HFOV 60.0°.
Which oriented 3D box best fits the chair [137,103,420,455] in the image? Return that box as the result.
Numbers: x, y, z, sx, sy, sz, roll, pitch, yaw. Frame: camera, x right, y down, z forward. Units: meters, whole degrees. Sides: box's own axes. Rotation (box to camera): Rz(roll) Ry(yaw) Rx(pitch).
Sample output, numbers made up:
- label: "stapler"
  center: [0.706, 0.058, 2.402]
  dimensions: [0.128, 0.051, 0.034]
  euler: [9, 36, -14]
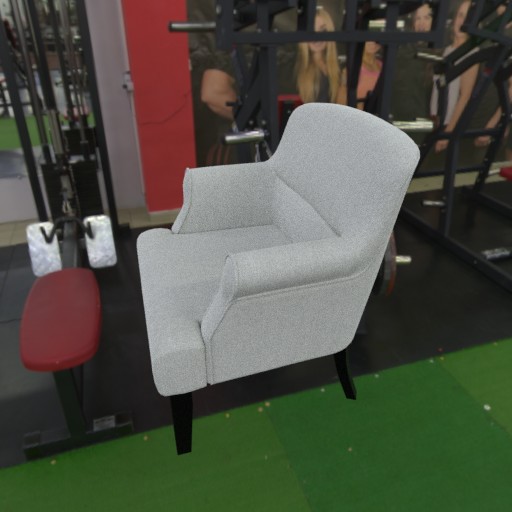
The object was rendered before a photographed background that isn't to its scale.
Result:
- label: "chair"
  center: [0.000, 0.000, 1.459]
  dimensions: [0.750, 0.875, 0.781]
  euler: [-8, 30, -14]
